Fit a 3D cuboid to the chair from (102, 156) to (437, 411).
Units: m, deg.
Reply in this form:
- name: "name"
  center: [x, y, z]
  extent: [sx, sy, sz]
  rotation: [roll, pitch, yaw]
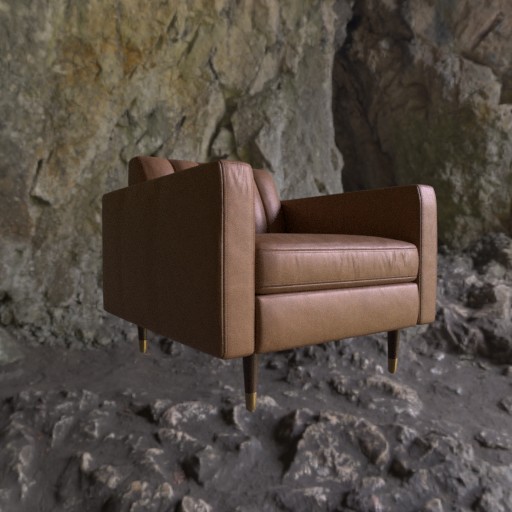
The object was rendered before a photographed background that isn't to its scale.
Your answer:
- name: "chair"
  center: [0.000, 0.000, 1.714]
  extent: [0.953, 0.819, 0.998]
  rotation: [-1, 2, -35]
